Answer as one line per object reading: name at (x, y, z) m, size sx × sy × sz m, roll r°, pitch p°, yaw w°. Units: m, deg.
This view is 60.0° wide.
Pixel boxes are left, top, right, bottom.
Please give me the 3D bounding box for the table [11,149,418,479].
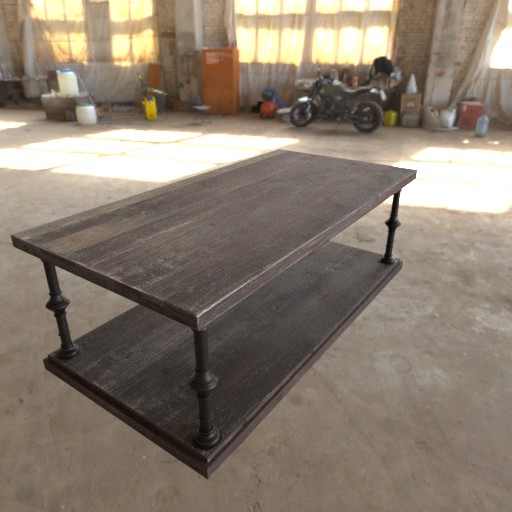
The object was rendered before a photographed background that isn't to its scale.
table at (0.000, 0.000, 1.312) m, size 0.554 × 0.373 × 1.088 m, roll 17°, pitch 30°, yaw 32°
